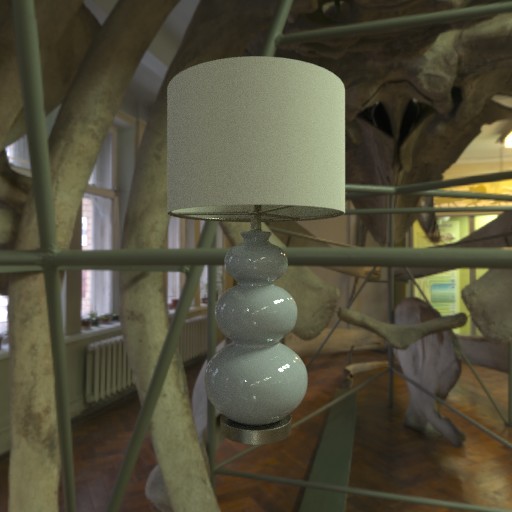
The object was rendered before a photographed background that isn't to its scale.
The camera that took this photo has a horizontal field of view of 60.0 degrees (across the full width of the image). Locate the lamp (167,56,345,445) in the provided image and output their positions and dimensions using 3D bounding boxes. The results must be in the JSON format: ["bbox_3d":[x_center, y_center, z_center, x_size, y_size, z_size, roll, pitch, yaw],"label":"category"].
[{"bbox_3d":[0.000,0.000,0.933,0.367,0.730,0.367,0,0,18],"label":"lamp"}]
